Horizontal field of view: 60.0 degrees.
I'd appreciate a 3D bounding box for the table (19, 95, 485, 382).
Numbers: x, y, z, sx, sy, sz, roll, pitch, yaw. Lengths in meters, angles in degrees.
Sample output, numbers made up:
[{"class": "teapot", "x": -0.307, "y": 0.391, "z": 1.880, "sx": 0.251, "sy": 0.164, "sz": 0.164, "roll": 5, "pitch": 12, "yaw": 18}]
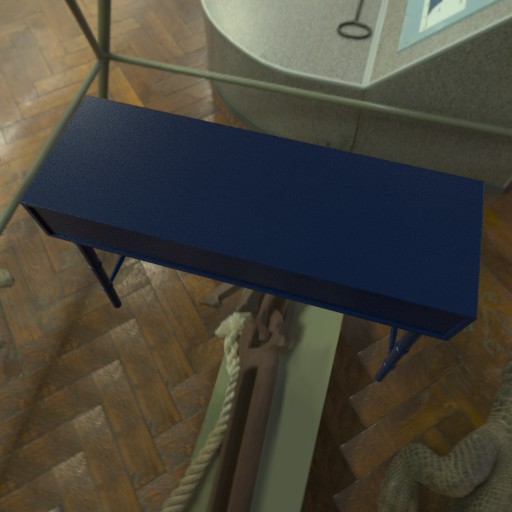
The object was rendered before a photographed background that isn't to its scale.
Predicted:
[{"class": "table", "x": 0.000, "y": 0.000, "z": 1.452, "sx": 1.118, "sy": 0.749, "sz": 0.399, "roll": 14, "pitch": 64, "yaw": 7}]
